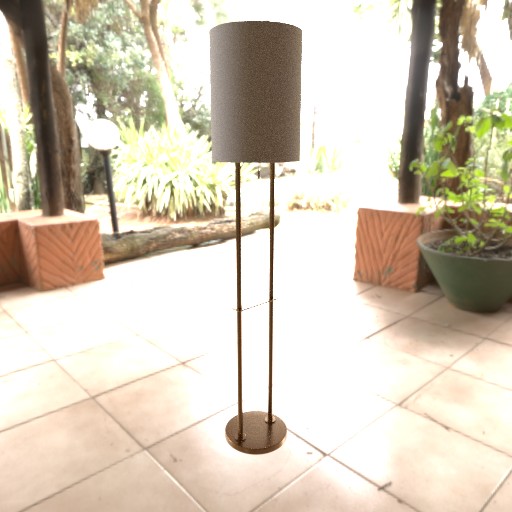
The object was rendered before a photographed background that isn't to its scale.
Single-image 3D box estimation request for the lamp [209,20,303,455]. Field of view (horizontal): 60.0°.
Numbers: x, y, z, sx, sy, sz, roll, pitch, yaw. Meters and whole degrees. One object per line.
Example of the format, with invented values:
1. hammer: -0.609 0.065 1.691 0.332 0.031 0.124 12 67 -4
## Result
1. lamp: 0.000 0.000 1.627 0.306 1.500 0.305 -13 19 -42
